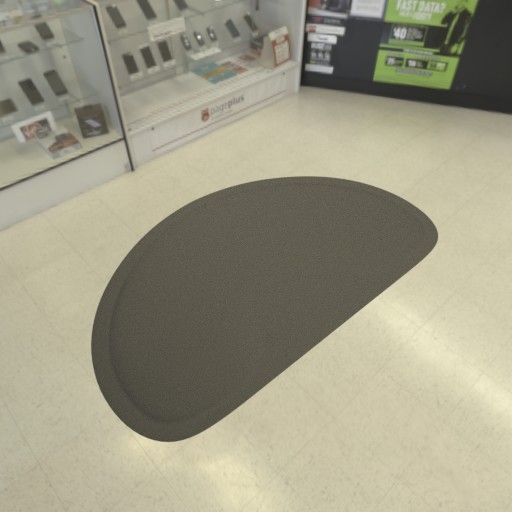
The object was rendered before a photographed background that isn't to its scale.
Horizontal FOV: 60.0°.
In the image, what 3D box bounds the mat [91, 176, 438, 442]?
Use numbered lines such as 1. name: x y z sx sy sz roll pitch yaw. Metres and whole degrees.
1. mat: 0.000 0.000 1.816 1.524 0.013 0.913 -32 54 -26
